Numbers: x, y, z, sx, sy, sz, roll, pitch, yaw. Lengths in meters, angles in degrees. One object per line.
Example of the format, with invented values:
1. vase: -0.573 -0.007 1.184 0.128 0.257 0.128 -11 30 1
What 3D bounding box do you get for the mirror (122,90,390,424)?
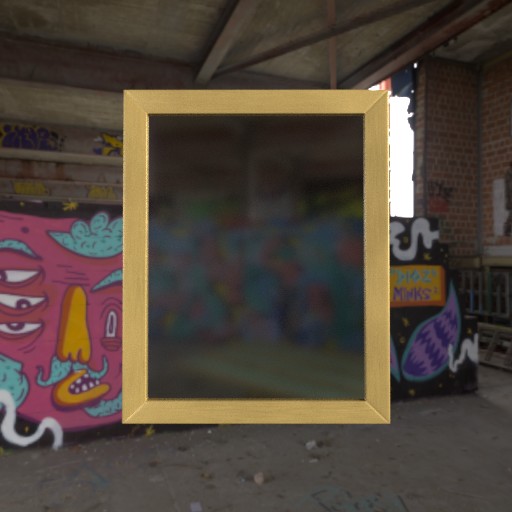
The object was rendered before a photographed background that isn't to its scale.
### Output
1. mirror: 0.000 0.000 0.694 0.405 0.508 0.041 0 -1 0
